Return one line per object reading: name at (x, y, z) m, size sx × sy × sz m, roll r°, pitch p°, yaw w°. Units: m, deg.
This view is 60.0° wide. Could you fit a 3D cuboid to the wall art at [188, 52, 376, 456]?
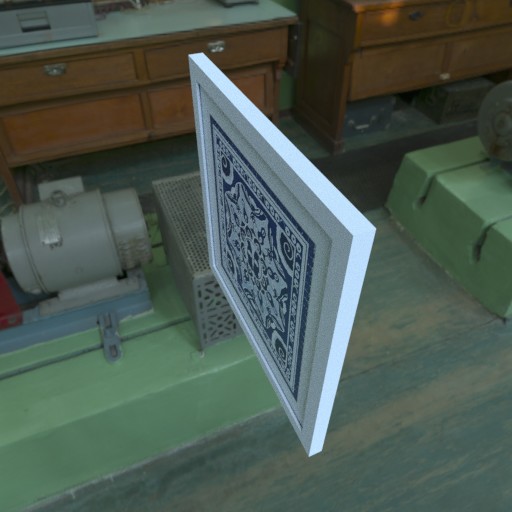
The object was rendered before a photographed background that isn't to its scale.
wall art at (0.000, 0.000, 0.839) m, size 0.028 × 0.559 × 0.559 m, roll -17°, pitch 46°, yaw -17°
